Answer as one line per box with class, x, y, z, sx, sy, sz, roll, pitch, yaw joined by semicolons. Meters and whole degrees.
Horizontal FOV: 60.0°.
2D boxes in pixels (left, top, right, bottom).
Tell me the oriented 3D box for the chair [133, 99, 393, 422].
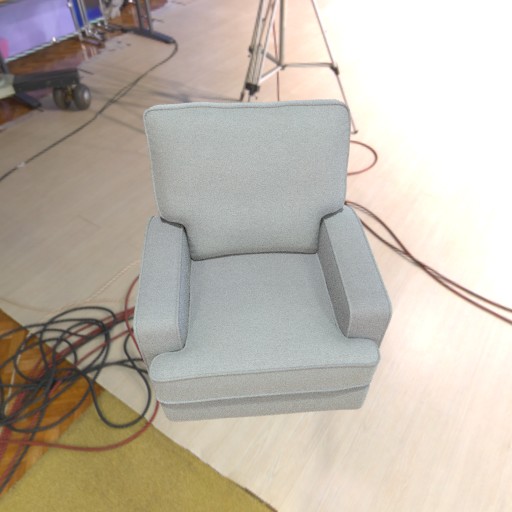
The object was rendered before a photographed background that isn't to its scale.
chair;0.000;0.000;1.701;0.861;0.964;0.969;-3;47;-3
